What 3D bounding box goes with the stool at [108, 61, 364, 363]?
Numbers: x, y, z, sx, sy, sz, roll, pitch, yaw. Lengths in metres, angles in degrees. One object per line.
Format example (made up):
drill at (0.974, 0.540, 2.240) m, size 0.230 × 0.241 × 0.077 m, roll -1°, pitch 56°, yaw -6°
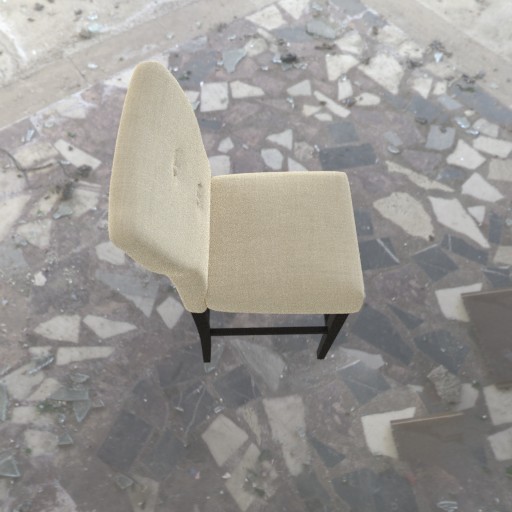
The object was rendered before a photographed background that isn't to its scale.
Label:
stool at (0.000, 0.000, 1.444) m, size 0.603 × 1.124 × 0.516 m, roll -1°, pitch 63°, yaw -1°
